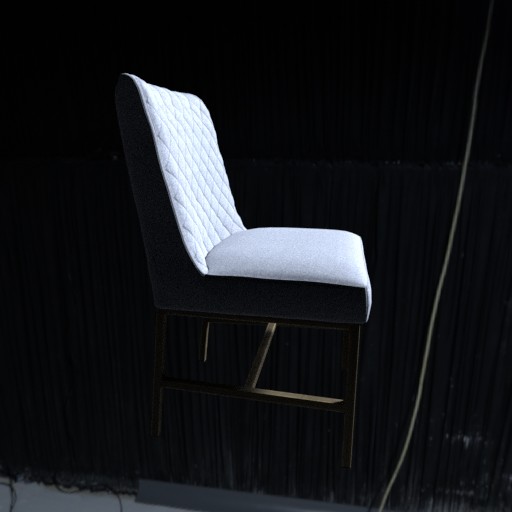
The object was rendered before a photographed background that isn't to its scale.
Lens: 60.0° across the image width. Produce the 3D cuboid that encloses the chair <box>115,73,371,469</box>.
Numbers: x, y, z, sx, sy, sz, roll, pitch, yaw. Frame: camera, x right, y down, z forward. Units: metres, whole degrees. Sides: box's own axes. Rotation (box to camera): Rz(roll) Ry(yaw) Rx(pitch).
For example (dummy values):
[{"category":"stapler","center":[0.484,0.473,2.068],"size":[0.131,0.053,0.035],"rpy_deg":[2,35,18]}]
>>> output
[{"category":"chair","center":[0.000,0.000,1.205],"size":[0.587,0.889,0.508],"rpy_deg":[3,15,10]}]
